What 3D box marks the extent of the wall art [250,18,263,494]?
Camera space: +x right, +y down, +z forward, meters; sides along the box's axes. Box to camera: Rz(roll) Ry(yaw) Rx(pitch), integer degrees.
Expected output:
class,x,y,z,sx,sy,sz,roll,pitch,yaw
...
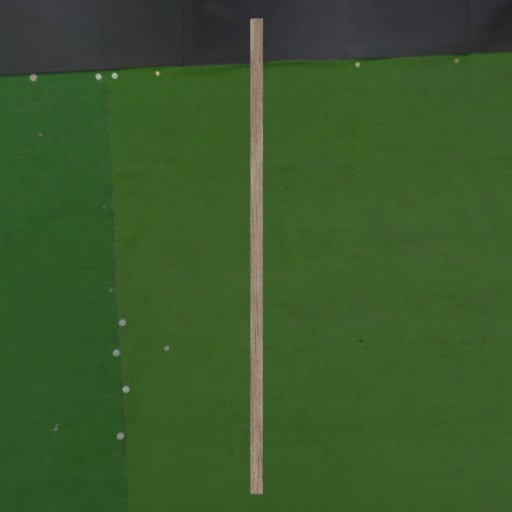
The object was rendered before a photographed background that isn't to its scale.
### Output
class,x,y,z,sx,sy,sz,roll,pitch,yaw
wall art,0.000,0.000,0.965,0.021,0.480,0.780,0,91,0
